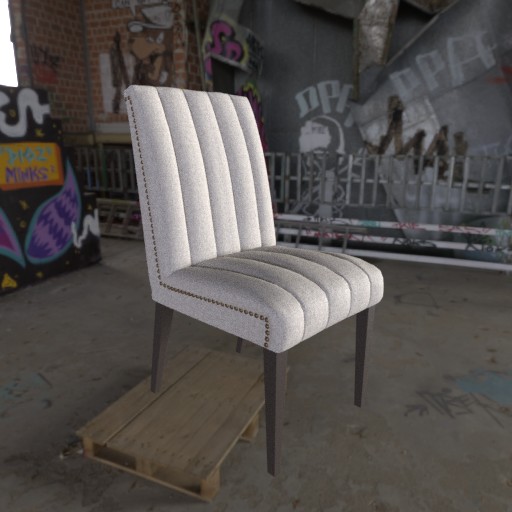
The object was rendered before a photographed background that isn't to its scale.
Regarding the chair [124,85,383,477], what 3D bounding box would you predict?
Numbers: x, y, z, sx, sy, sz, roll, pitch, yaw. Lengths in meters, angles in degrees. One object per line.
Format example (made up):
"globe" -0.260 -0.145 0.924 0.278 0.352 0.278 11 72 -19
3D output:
"chair" 0.000 0.000 1.384 0.647 1.016 0.511 14 20 42
